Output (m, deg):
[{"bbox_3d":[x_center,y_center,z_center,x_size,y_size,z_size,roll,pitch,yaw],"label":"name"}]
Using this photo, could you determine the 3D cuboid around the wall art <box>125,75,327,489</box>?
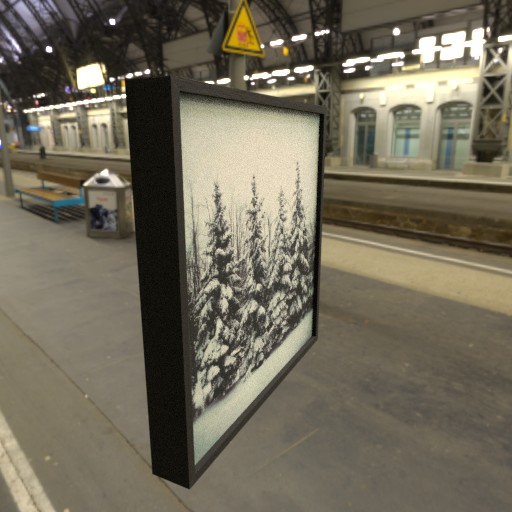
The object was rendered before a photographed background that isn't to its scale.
[{"bbox_3d":[0.000,0.000,0.450,0.037,0.305,0.305,7,16,26],"label":"wall art"}]
